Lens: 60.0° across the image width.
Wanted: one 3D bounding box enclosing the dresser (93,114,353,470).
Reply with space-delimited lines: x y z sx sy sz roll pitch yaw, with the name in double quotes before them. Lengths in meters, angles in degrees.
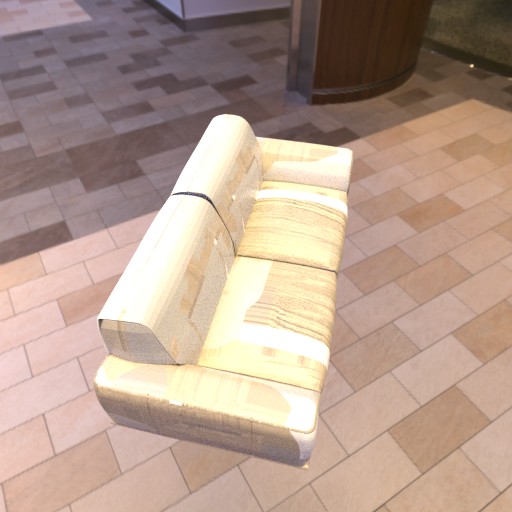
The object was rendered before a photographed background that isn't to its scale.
"dresser" 0.000 0.000 5.827 2.251 1.863 4.679 9 47 9
